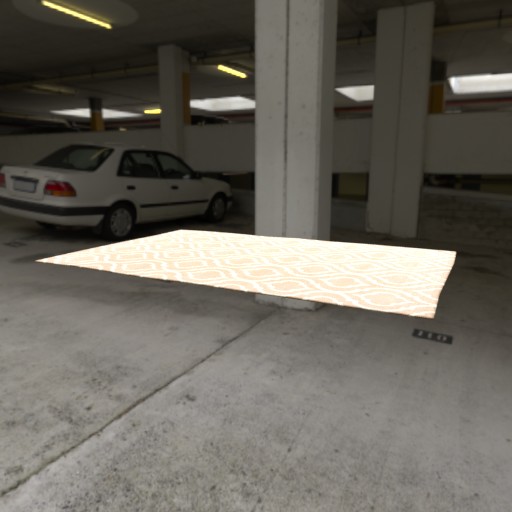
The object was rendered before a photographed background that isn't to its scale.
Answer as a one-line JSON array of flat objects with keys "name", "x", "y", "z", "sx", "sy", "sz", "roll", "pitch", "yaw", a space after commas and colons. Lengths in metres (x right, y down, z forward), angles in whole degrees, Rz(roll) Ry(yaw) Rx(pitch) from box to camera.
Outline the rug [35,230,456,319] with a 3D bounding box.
[{"name": "rug", "x": 0.000, "y": 0.000, "z": 2.187, "sx": 1.761, "sy": 0.013, "sz": 1.152, "roll": 6, "pitch": 13, "yaw": 26}]
